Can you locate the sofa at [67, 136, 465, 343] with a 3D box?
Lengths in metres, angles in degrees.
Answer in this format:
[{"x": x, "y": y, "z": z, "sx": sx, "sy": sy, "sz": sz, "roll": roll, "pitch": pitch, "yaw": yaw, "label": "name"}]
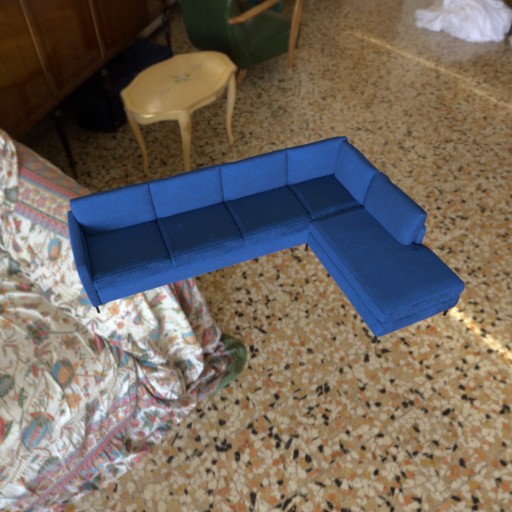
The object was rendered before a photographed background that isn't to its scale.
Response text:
[{"x": 0.000, "y": 0.000, "z": 3.288, "sx": 2.486, "sy": 0.687, "sz": 1.707, "roll": -17, "pitch": 48, "yaw": -16, "label": "sofa"}]
